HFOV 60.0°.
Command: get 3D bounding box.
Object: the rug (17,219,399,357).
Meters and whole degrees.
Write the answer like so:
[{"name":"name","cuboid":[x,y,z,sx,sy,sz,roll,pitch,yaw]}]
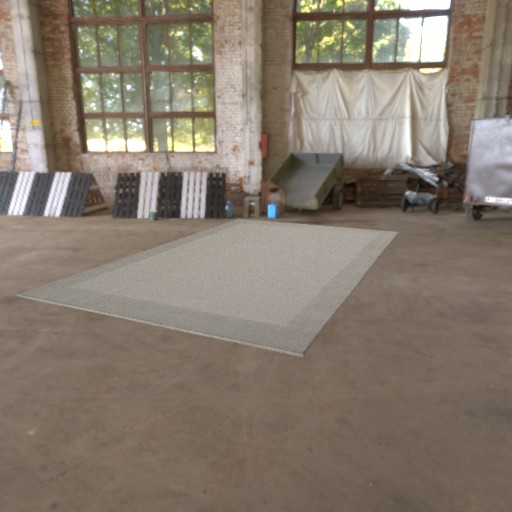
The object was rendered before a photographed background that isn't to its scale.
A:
[{"name":"rug","cuboid":[0.000,0.000,2.982,1.524,0.014,2.438,7,16,24]}]
